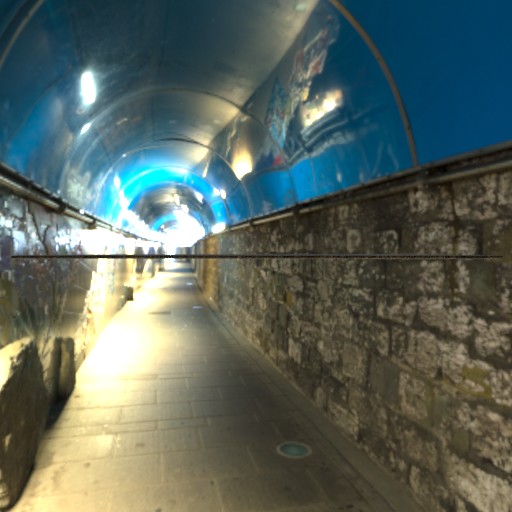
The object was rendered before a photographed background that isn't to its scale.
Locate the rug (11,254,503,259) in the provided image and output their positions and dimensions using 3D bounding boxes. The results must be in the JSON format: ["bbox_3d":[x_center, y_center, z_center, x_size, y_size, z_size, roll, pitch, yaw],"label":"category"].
[{"bbox_3d":[0.000,0.000,2.134,1.752,0.013,1.158,0,0,0],"label":"rug"}]
